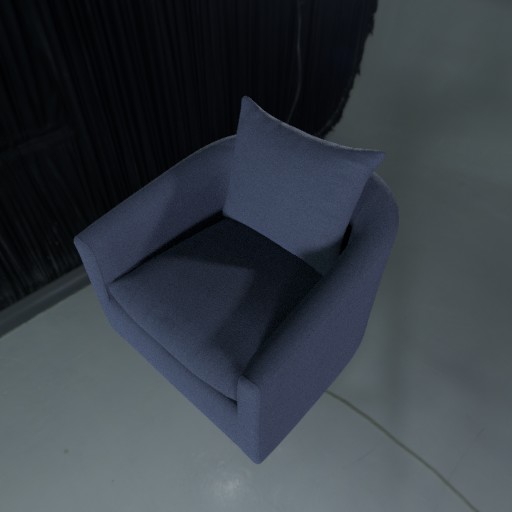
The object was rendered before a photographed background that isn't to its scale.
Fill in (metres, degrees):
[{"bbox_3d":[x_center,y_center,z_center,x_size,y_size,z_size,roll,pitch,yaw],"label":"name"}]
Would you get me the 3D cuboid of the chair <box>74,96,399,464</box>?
[{"bbox_3d":[0.000,0.000,1.606,0.845,0.848,0.910,33,54,28],"label":"chair"}]
